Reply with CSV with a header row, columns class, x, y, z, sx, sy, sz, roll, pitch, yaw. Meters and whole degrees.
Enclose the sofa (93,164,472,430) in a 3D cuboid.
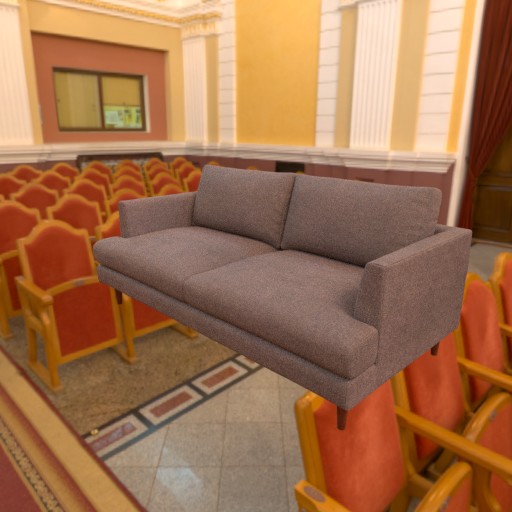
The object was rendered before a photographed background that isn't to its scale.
class,x,y,z,sx,sy,sz,roll,pitch,yaw
sofa,0.000,0.000,2.487,1.020,0.868,1.948,-16,23,-42
